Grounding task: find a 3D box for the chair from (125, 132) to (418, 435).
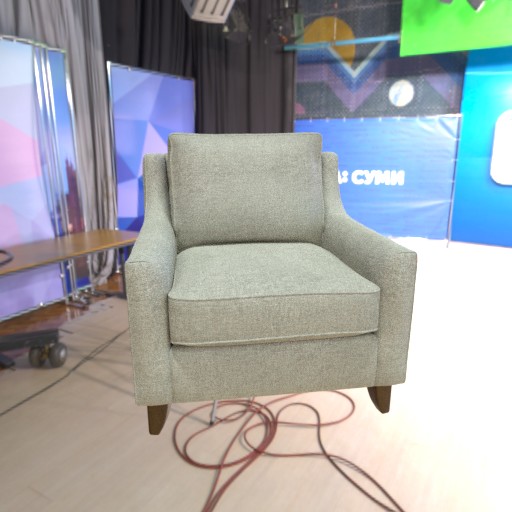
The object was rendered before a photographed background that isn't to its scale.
[{"bbox_3d":[0.000,0.000,1.603,0.838,0.864,0.918,-2,16,-8],"label":"chair"}]
